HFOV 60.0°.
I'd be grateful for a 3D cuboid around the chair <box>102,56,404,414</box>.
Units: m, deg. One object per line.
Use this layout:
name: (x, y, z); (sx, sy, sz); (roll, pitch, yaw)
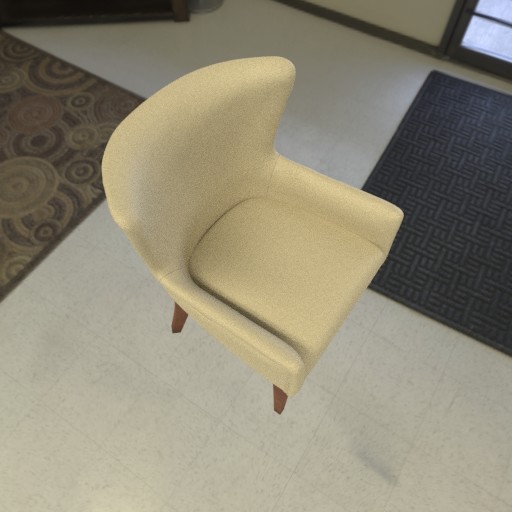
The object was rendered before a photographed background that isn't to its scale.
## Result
chair: (0.000, 0.000, 1.424); (0.686, 0.952, 0.660); (32, 64, 18)
